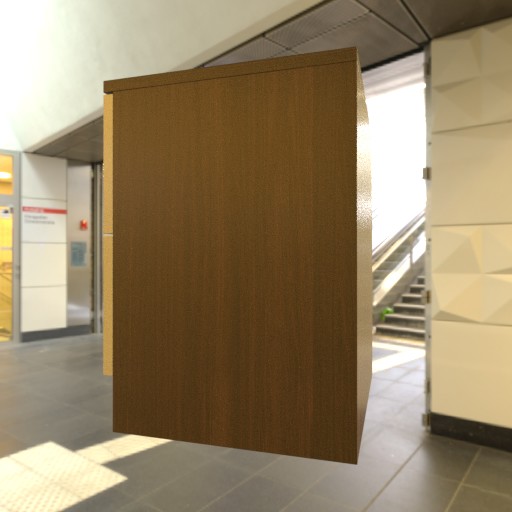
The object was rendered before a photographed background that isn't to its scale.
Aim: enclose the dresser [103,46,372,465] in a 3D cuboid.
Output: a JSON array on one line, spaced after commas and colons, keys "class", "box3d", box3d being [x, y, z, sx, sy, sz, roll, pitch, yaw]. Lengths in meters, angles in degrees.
[{"class": "dresser", "box3d": [0.000, 0.000, 0.742, 0.360, 0.470, 0.400, 0, 0, 17]}]
